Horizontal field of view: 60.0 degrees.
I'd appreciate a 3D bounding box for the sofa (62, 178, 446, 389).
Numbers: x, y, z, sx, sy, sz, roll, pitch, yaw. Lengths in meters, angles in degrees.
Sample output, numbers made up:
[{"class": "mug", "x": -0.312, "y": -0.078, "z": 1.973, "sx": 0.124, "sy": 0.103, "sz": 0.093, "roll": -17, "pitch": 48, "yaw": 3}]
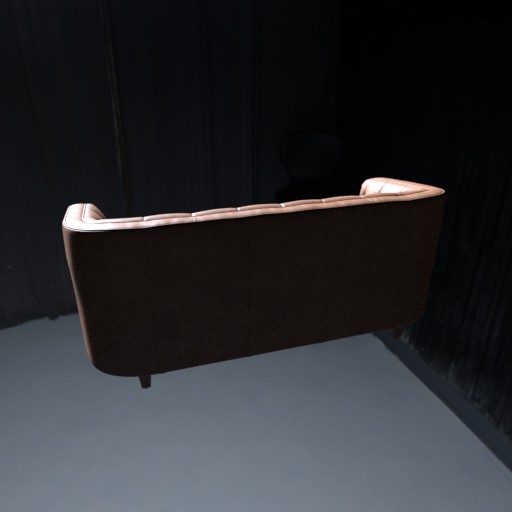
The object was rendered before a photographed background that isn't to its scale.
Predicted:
[{"class": "sofa", "x": 0.000, "y": 0.000, "z": 2.263, "sx": 1.755, "sy": 0.786, "sz": 0.914, "roll": -7, "pitch": 26, "yaw": -15}]
